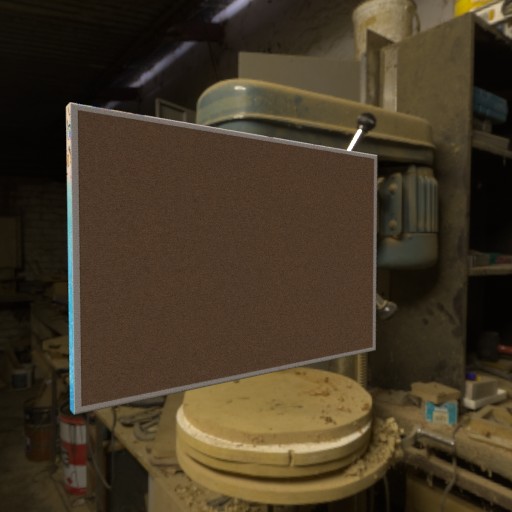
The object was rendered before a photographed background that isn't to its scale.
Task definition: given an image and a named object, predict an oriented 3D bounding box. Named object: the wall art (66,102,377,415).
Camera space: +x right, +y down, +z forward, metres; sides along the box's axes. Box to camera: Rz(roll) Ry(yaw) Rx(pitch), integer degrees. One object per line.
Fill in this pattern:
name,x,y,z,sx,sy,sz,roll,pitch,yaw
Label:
wall art,0.000,0.000,1.432,1.136,0.769,0.040,-1,2,-35
